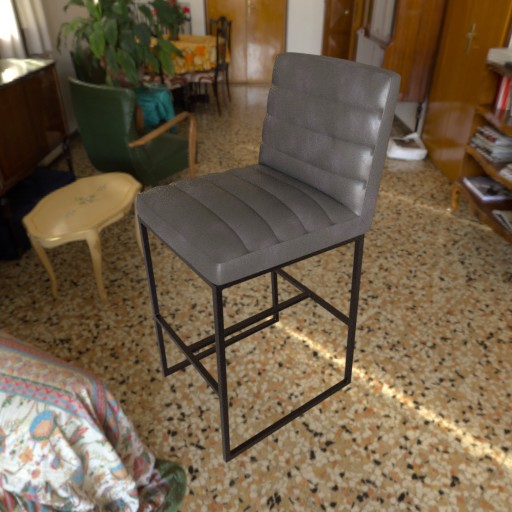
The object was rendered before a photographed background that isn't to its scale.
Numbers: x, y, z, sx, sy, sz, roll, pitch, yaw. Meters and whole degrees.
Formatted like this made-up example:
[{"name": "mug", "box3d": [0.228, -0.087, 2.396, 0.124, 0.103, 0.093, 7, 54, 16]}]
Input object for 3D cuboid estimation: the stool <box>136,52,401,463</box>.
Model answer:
[{"name": "stool", "box3d": [0.000, 0.000, 1.343, 0.562, 1.065, 0.463, -21, 38, -30]}]
